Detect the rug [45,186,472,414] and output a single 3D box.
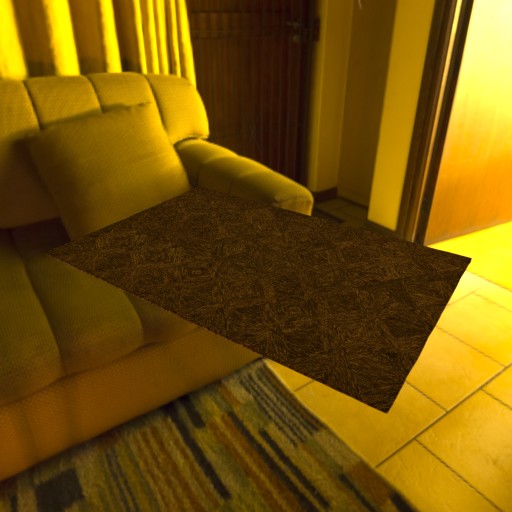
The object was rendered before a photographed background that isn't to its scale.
[{"bbox_3d":[0.000,0.000,2.235,1.808,0.011,1.189,19,34,30],"label":"rug"}]
